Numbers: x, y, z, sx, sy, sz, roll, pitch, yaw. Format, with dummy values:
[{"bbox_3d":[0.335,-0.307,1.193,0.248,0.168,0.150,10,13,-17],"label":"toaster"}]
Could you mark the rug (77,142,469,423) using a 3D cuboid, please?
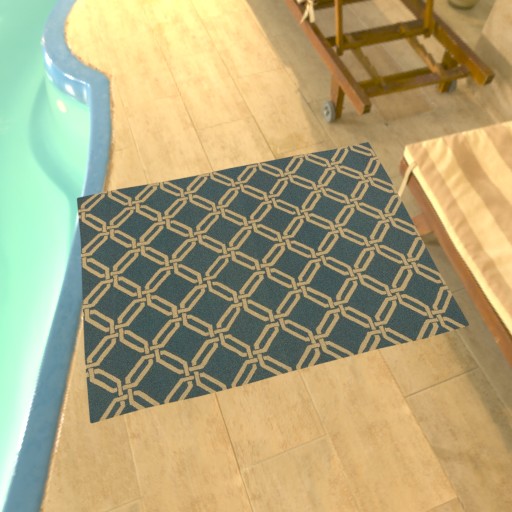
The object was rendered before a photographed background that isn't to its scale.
[{"bbox_3d":[0.000,0.000,2.759,2.135,0.013,1.524,-12,59,-8],"label":"rug"}]
